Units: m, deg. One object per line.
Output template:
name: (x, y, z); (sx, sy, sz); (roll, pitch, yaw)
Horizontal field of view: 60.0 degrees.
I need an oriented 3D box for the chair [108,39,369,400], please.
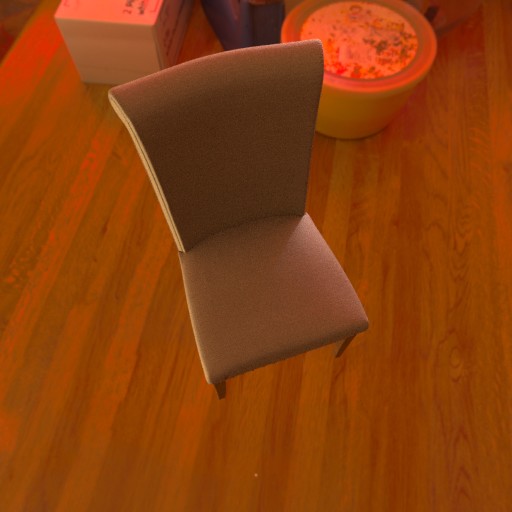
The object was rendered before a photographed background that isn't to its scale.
chair: (0.000, 0.000, 1.329); (0.513, 0.988, 0.608); (-17, 65, -8)
